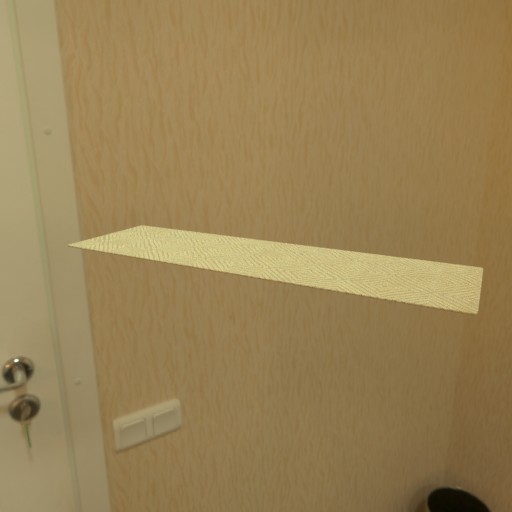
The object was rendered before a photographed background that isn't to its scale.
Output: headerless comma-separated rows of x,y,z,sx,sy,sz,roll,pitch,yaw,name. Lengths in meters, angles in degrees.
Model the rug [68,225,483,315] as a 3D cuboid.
0.000,0.000,2.496,2.277,0.008,0.676,8,18,27,rug
